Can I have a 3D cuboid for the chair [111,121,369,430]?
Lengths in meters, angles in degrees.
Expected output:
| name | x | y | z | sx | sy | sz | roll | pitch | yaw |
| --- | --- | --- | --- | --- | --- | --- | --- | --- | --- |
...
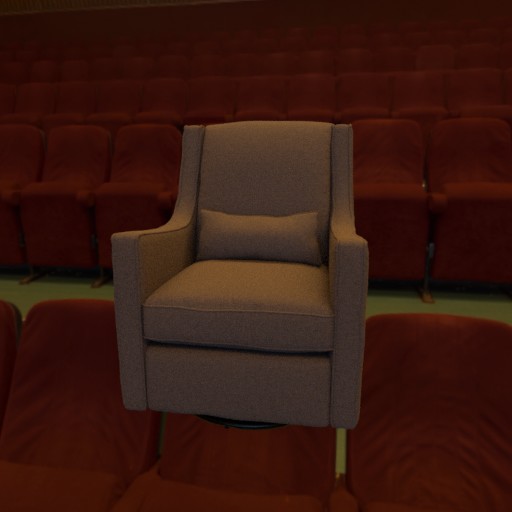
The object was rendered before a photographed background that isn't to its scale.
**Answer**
| name | x | y | z | sx | sy | sz | roll | pitch | yaw |
| --- | --- | --- | --- | --- | --- | --- | --- | --- | --- |
| chair | 0.000 | 0.000 | 1.635 | 0.732 | 0.993 | 0.879 | 2 | 14 | 8 |
